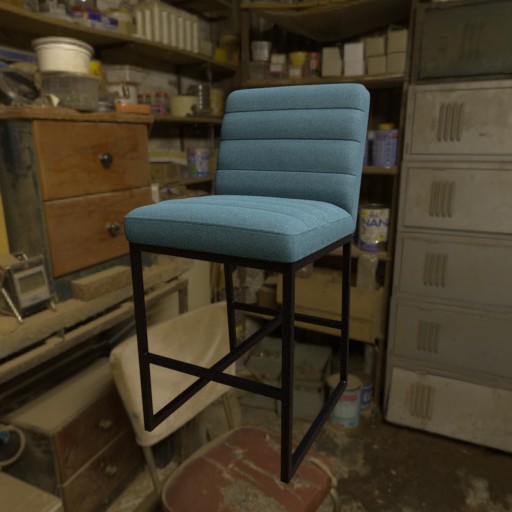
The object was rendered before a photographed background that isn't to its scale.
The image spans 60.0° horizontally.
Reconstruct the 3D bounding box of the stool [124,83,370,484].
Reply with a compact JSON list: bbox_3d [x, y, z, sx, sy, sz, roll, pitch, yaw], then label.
[{"bbox_3d":[0.000,0.000,1.240,0.460,0.940,0.560,7,16,27],"label":"stool"}]
